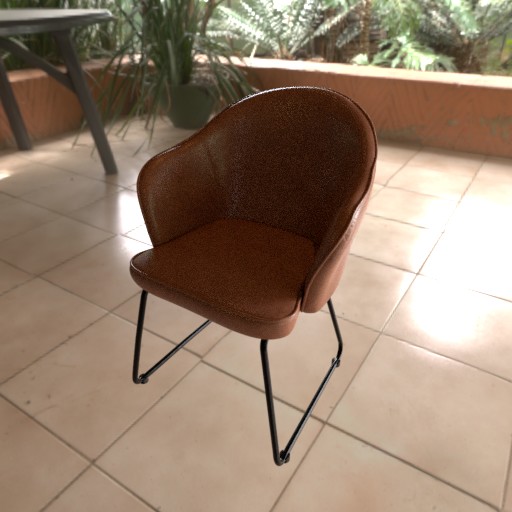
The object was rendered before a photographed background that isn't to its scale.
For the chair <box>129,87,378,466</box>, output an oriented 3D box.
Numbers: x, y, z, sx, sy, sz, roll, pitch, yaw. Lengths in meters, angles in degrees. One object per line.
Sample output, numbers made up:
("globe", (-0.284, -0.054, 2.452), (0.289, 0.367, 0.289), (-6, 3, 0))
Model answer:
("chair", (0.000, 0.000, 1.200), (0.582, 0.785, 0.580), (18, 35, 27))
